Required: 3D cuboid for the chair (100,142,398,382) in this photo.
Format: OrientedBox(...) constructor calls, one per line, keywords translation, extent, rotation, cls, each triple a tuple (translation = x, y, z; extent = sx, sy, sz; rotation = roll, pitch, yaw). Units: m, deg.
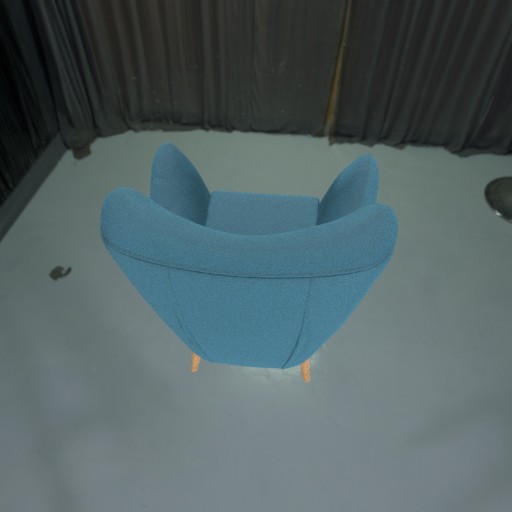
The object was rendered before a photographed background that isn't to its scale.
OrientedBox(translation=(0.000, 0.000, 1.632), extent=(0.890, 0.889, 0.889), rotation=(4, 48, 4), cls="chair")
